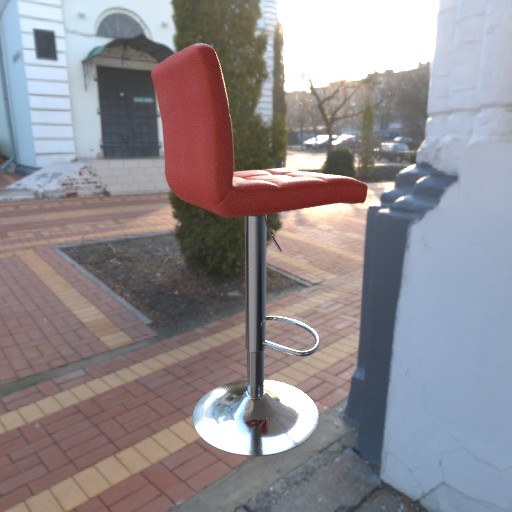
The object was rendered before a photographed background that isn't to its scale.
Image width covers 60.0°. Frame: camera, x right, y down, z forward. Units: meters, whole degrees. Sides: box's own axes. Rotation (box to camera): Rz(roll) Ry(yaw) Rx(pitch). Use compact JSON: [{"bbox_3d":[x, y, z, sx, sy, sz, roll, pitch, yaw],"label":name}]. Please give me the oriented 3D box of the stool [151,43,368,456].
[{"bbox_3d":[0.000,0.000,1.367,0.505,1.115,0.430,-7,16,-25],"label":"stool"}]
